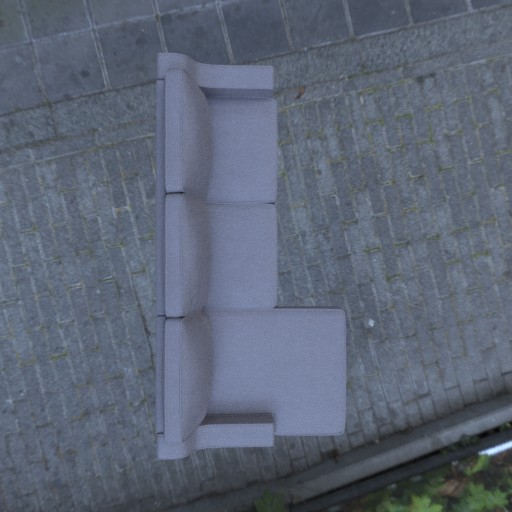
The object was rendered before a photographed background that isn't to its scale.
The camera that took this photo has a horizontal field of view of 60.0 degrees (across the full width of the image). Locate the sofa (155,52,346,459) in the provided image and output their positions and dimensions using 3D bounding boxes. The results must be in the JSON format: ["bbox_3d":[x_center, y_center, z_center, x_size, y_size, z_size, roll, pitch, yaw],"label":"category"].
[{"bbox_3d":[0.000,0.000,3.086,1.294,0.928,2.561,0,90,-2],"label":"sofa"}]
